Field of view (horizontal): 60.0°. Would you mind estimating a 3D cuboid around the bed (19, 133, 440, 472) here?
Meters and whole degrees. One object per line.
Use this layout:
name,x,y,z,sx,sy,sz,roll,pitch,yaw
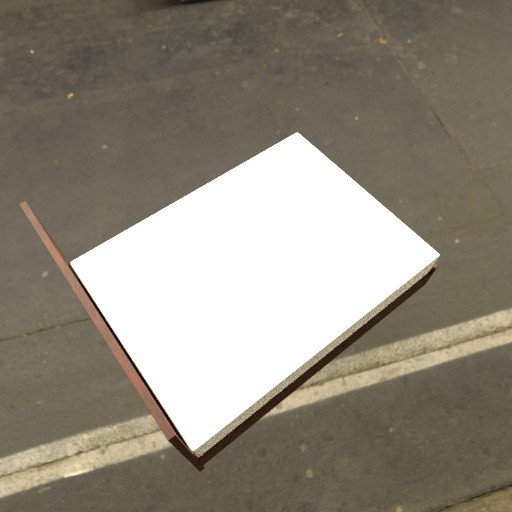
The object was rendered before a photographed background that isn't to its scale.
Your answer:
bed,0.000,0.000,3.093,2.184,1.270,1.600,-34,64,-19
